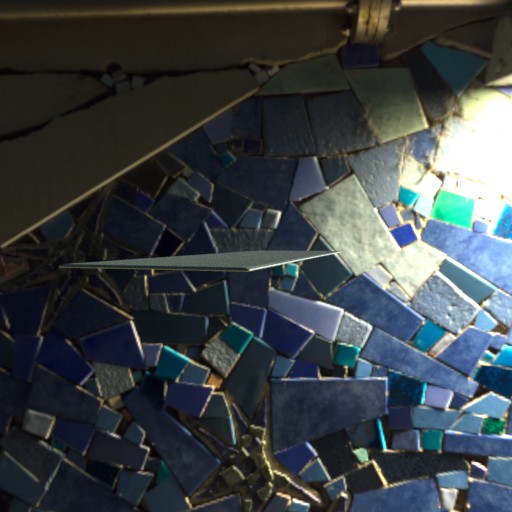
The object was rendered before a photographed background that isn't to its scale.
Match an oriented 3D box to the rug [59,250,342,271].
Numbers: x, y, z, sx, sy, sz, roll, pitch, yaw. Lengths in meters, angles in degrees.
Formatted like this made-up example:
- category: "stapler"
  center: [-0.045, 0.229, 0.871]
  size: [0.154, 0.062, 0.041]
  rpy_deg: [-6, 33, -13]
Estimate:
- category: "rug"
  center: [0.000, 0.000, 2.400]
  size: [0.662, 0.011, 2.196]
  rpy_deg: [1, 2, 18]
